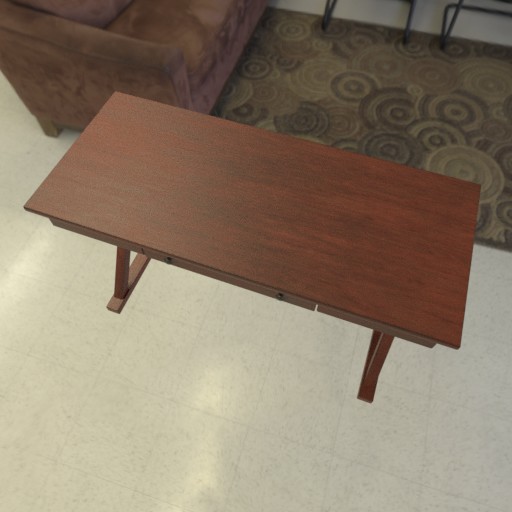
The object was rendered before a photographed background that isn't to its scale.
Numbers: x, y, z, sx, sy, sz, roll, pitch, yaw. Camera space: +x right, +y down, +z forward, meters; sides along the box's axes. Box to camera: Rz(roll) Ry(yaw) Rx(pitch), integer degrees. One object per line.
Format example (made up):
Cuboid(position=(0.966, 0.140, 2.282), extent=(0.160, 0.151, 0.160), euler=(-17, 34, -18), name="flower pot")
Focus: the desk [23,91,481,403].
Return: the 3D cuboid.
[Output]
Cuboid(position=(0.000, 0.000, 1.768), extent=(1.372, 0.761, 0.600), euler=(17, 60, 10), name="desk")
